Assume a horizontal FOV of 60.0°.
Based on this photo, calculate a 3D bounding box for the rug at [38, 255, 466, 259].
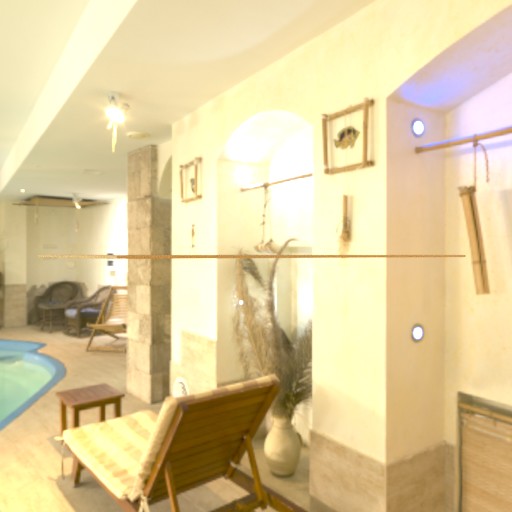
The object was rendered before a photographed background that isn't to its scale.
[{"bbox_3d":[0.000,0.000,2.837,2.290,0.014,1.526,0,0,-36],"label":"rug"}]
